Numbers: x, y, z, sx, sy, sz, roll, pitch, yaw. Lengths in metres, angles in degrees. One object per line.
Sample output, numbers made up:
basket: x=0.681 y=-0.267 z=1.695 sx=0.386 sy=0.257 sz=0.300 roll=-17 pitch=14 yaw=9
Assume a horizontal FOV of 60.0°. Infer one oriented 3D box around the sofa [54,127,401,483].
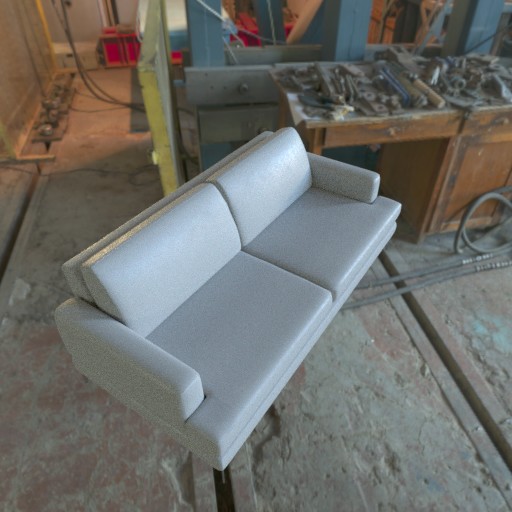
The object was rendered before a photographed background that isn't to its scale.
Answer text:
sofa: x=0.000 y=0.000 z=2.423 sx=0.974 sy=0.765 sz=1.940 roll=24 pitch=46 yaw=25
